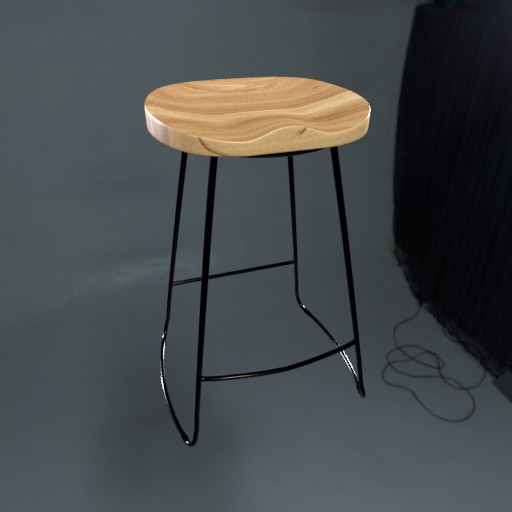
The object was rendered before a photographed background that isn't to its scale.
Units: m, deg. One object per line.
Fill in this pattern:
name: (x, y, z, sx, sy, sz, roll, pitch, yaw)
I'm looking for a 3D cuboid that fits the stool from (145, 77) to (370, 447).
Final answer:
stool: (0.000, 0.000, 0.973, 0.480, 0.679, 0.401, -10, 33, -16)
